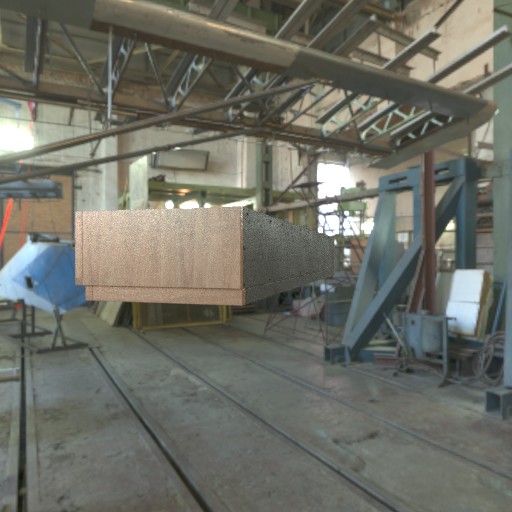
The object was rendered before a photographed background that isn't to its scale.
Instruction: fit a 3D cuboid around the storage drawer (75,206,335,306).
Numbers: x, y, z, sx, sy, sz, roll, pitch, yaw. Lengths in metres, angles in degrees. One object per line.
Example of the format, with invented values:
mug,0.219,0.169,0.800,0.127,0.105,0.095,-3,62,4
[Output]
storage drawer,0.000,0.000,2.211,0.538,0.264,2.032,0,0,17
